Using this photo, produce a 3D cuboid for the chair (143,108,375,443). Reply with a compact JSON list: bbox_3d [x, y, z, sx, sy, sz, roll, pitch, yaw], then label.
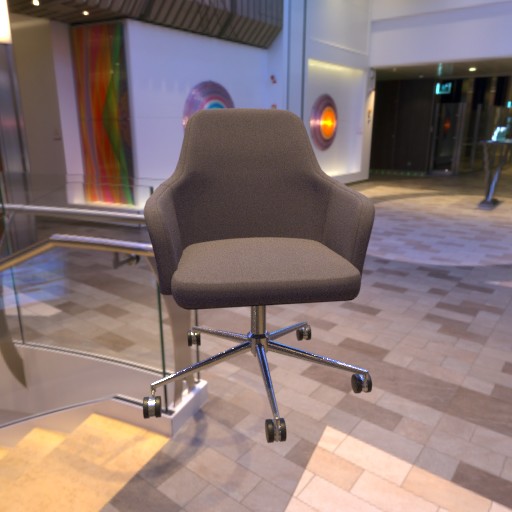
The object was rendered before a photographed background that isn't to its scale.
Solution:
[{"bbox_3d":[0.000,0.000,1.265,0.655,0.820,0.600,-2,17,-8],"label":"chair"}]
